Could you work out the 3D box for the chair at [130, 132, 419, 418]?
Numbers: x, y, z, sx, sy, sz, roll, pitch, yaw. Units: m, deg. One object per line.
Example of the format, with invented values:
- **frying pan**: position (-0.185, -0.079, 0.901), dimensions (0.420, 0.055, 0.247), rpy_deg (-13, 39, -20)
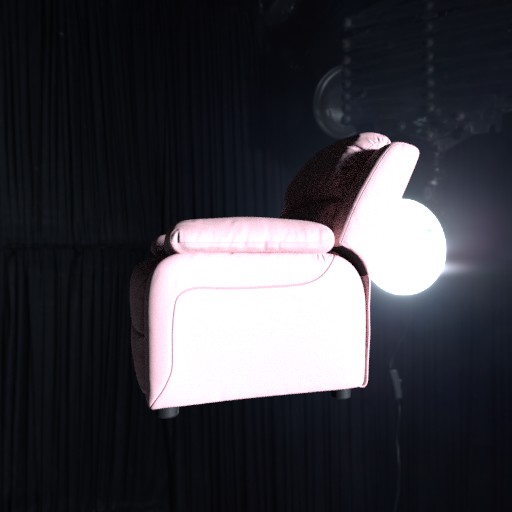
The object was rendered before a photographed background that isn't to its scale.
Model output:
- **chair**: position (0.000, 0.000, 1.296), dimensions (0.709, 0.702, 0.680), rpy_deg (0, -1, -16)
